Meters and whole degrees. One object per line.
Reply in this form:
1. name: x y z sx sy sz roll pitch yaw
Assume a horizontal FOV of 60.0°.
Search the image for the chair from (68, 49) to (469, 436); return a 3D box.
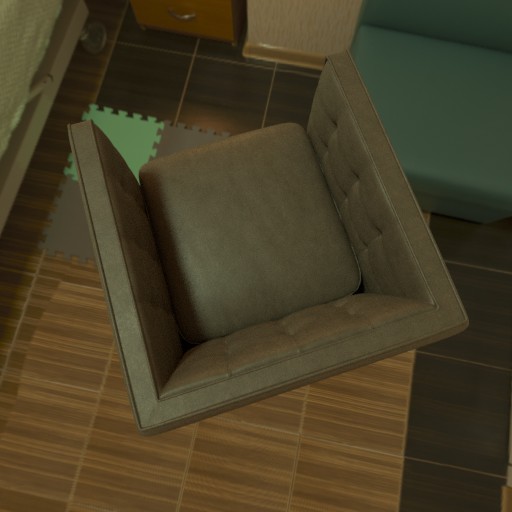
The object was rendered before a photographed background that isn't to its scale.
1. chair: 0.000 0.000 1.538 0.880 0.790 0.894 -17 75 -5
